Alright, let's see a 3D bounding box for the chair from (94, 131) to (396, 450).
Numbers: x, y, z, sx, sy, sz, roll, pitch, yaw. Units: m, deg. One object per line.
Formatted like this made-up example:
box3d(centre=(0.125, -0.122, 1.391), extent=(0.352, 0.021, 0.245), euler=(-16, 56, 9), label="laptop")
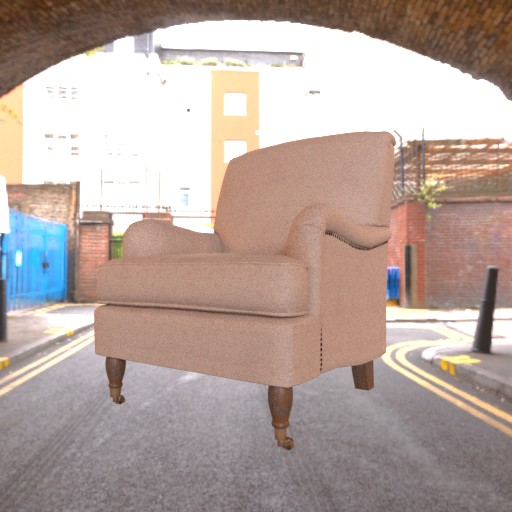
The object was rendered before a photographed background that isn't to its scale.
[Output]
box3d(centre=(0.000, 0.000, 1.782), extent=(0.879, 1.119, 0.953), euler=(-1, -2, 35), label="chair")
